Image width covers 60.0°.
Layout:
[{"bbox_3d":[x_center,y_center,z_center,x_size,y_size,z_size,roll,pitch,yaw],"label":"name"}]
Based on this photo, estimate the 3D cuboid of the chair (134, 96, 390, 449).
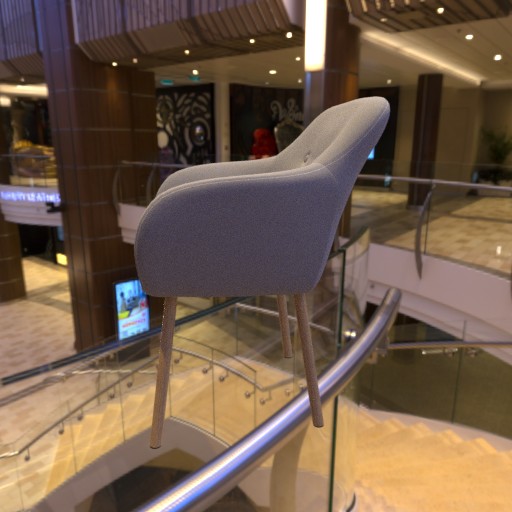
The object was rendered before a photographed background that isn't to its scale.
[{"bbox_3d":[0.000,0.000,1.229,0.590,0.830,0.570,-2,15,-8],"label":"chair"}]
